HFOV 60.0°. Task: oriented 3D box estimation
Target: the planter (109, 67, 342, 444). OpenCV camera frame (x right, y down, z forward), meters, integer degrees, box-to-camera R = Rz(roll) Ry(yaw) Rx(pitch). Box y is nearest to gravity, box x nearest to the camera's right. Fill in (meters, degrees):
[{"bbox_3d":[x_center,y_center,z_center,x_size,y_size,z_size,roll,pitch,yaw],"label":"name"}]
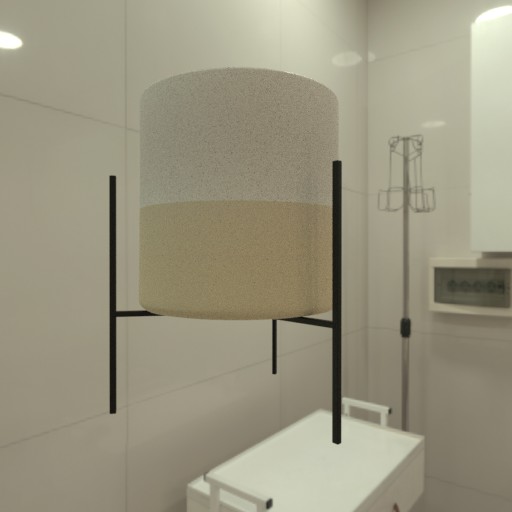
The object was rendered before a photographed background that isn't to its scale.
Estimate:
[{"bbox_3d":[0.000,0.000,0.540,0.267,0.362,0.263,0,0,37],"label":"planter"}]
